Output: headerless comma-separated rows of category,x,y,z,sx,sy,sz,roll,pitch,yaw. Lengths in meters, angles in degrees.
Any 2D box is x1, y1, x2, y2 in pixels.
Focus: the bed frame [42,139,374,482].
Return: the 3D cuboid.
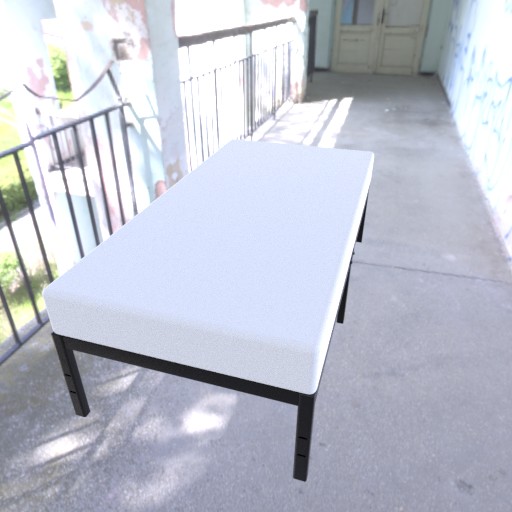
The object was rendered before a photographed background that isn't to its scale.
bed frame,0.000,0.000,2.393,1.023,0.659,1.950,9,32,15
